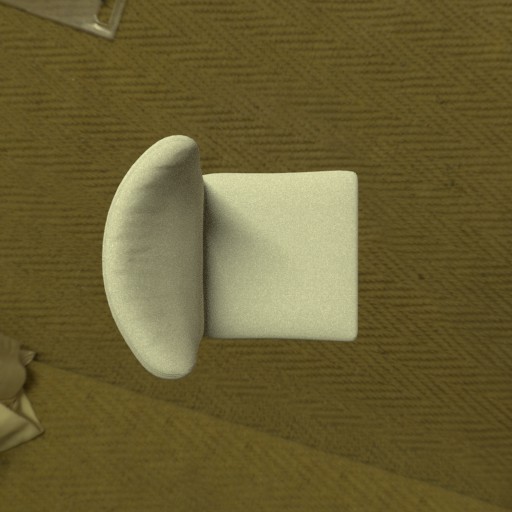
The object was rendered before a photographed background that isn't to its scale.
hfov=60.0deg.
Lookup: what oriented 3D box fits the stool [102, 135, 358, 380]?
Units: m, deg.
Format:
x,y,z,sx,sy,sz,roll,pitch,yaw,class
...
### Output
x,y,z,sx,sy,sz,roll,pitch,yaw,class
0.000,0.000,1.296,0.568,0.968,0.479,0,91,0,stool
